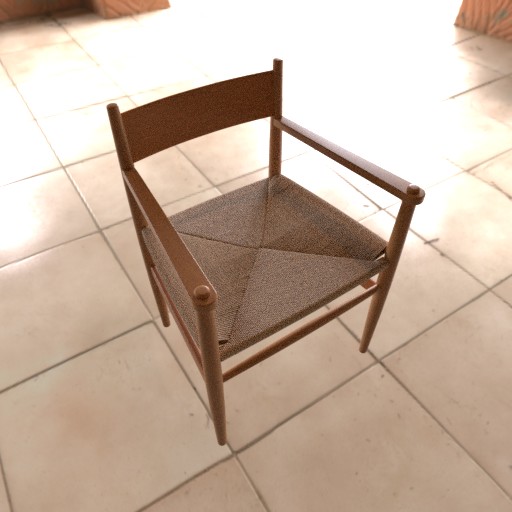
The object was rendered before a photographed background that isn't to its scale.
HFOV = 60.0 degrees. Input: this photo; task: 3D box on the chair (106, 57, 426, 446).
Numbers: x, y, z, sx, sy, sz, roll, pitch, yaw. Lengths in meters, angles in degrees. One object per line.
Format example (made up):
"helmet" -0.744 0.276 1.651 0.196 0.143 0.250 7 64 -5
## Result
"chair" 0.000 0.000 1.145 0.556 0.762 0.495 -26 51 -23
